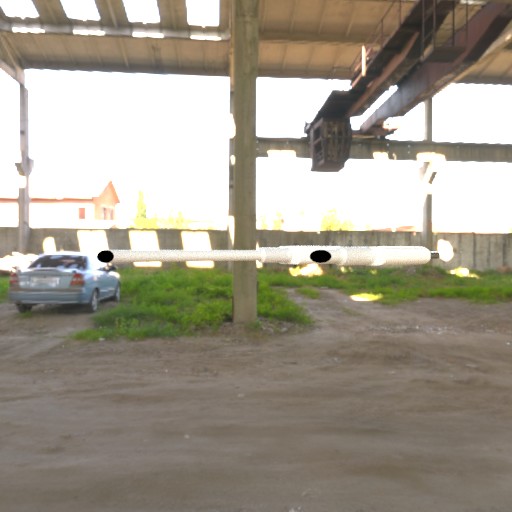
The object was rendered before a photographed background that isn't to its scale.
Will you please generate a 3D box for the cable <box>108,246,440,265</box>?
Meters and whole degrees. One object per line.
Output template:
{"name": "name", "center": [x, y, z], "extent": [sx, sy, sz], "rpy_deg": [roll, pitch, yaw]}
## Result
{"name": "cable", "center": [0.000, 0.000, 0.107], "extent": [0.098, 0.006, 0.040], "rpy_deg": [0, 1, -37]}
